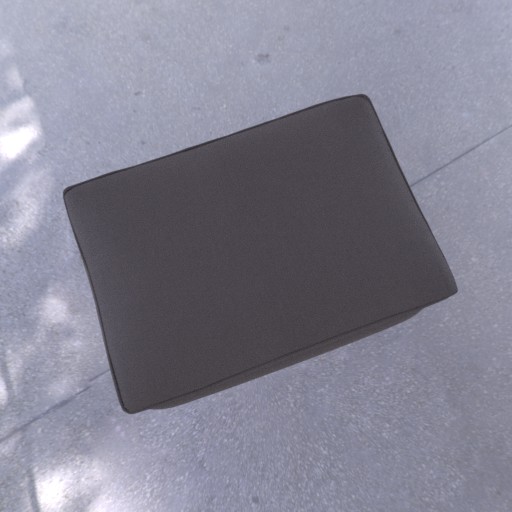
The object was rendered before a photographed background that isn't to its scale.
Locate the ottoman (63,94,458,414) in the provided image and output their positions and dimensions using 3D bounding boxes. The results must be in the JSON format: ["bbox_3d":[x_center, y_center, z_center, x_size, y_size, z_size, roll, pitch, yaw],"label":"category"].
[{"bbox_3d":[0.000,0.000,1.007,0.686,0.406,0.508,-19,77,-5],"label":"ottoman"}]
